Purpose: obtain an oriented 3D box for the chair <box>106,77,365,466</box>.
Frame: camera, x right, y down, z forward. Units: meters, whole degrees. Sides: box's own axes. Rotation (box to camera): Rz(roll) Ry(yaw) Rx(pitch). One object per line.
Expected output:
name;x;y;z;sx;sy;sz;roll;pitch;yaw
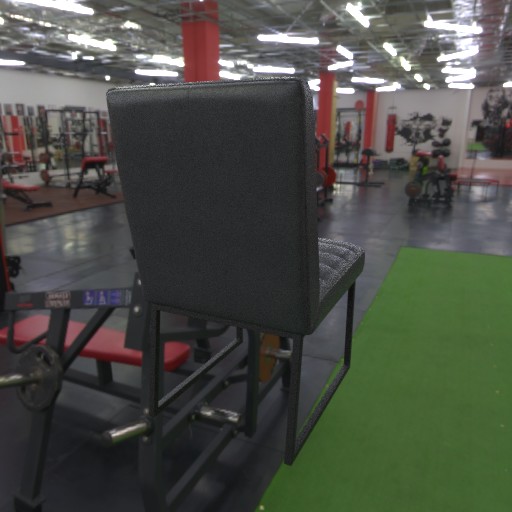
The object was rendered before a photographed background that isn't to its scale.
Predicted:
chair;0.000;0.000;1.327;0.520;0.930;0.634;8;17;26
